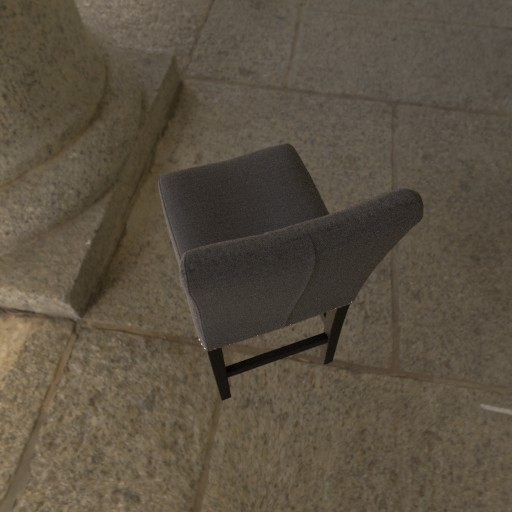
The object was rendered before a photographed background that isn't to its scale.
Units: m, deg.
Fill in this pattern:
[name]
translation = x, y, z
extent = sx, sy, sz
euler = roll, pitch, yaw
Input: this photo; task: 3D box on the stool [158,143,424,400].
[stool]
translation = 0.000, 0.000, 1.195
extent = 0.427, 0.885, 0.571
euler = -17, 59, -10
